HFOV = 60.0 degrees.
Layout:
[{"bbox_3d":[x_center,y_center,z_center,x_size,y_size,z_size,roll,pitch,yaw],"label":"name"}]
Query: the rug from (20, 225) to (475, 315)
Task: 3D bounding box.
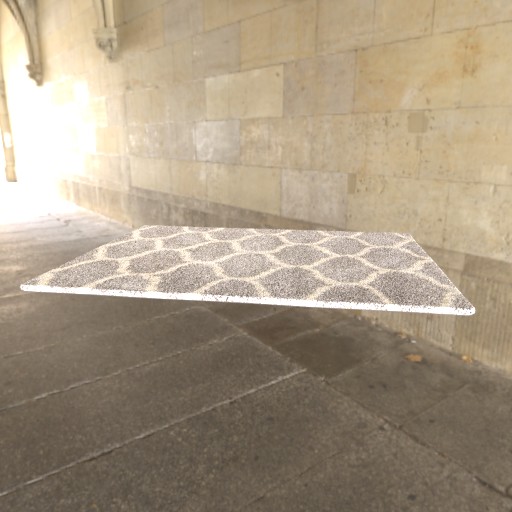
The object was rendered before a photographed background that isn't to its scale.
[{"bbox_3d":[0.000,0.000,2.093,1.600,0.025,1.200,2,15,8],"label":"rug"}]
